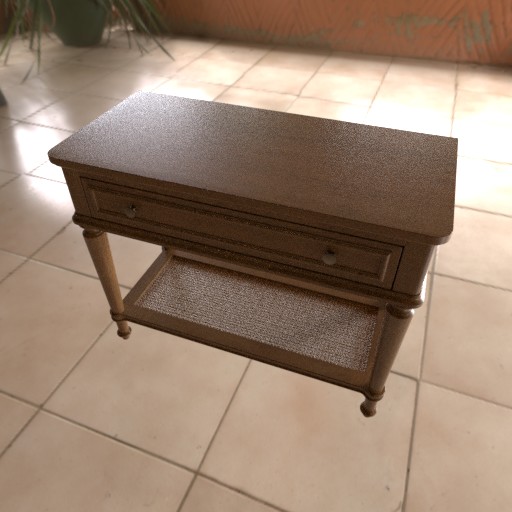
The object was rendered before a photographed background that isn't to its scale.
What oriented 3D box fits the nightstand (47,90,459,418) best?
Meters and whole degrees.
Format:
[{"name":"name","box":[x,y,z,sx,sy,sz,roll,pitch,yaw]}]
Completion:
[{"name":"nightstand","box":[0.000,0.000,1.299,0.914,0.700,0.432,14,43,15]}]
